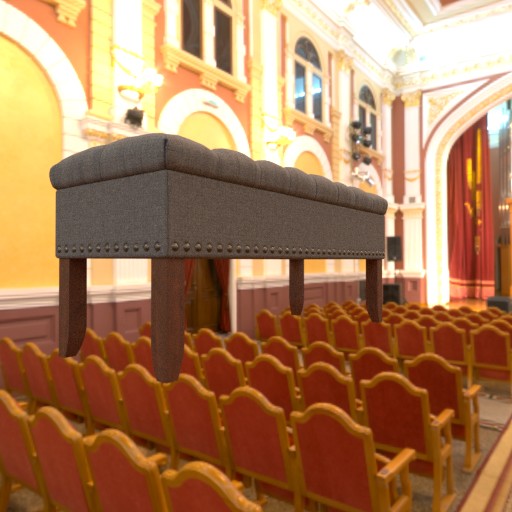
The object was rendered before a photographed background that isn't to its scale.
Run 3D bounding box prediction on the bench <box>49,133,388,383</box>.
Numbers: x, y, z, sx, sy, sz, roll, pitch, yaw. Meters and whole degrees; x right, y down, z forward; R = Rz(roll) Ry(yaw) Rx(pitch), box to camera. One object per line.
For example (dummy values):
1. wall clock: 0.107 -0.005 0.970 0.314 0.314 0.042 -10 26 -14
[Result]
1. bench: 0.000 0.000 1.315 0.417 0.470 1.052 0 -1 38
